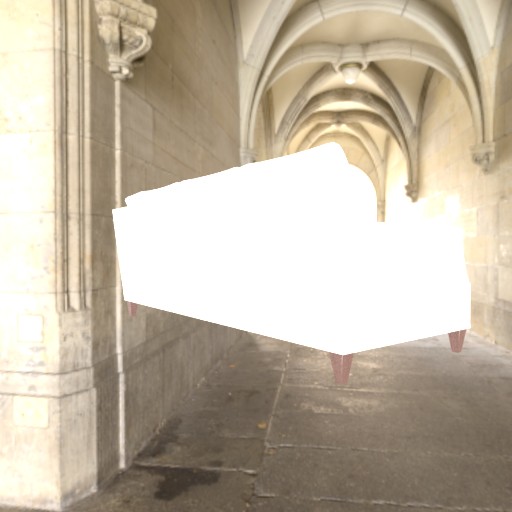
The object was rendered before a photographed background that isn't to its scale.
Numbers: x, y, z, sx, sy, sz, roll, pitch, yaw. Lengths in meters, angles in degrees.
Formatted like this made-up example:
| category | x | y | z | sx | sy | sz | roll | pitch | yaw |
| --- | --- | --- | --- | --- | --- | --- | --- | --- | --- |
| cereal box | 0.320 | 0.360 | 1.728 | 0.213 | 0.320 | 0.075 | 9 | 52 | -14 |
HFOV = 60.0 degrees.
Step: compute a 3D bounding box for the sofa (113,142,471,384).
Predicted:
| category | x | y | z | sx | sy | sz | roll | pitch | yaw |
| --- | --- | --- | --- | --- | --- | --- | --- | --- | --- |
| sofa | 0.000 | 0.000 | 2.769 | 1.041 | 0.940 | 2.210 | -1 | 1 | -37 |
